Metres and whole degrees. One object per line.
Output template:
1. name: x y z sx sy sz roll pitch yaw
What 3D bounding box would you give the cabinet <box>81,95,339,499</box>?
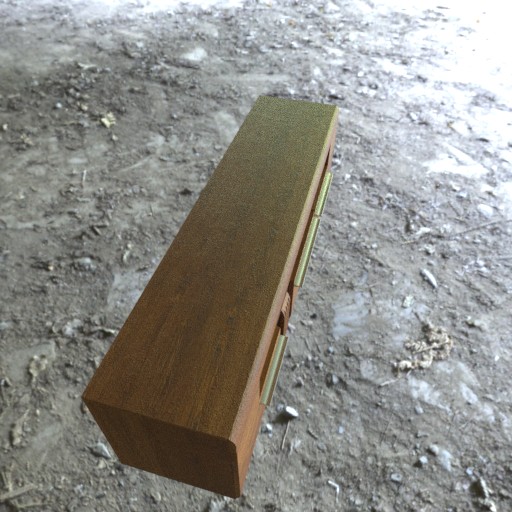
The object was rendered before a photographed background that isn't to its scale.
1. cabinet: 0.000 0.000 1.737 0.419 0.510 1.600 11 47 11
